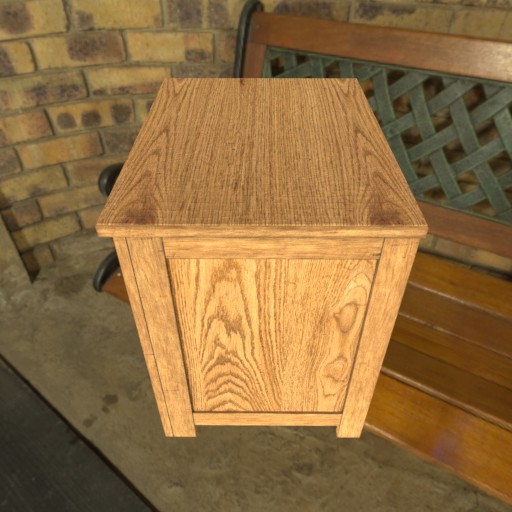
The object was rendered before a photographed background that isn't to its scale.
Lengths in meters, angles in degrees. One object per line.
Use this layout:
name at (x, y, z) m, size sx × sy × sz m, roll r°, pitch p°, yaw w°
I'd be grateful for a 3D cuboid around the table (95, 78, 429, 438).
table at (0.000, 0.000, 1.052) m, size 0.494 × 0.625 × 0.601 m, roll 0°, pitch 40°, yaw 0°
